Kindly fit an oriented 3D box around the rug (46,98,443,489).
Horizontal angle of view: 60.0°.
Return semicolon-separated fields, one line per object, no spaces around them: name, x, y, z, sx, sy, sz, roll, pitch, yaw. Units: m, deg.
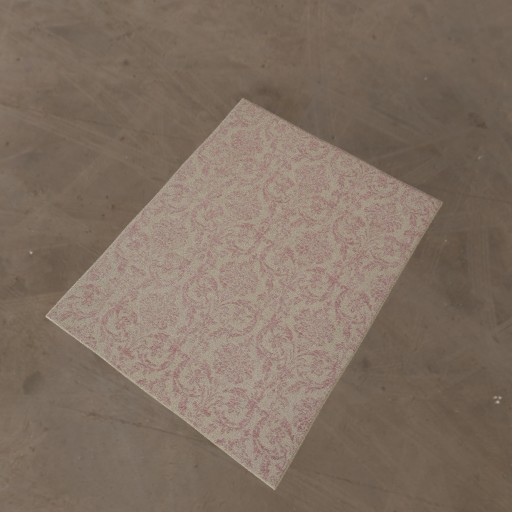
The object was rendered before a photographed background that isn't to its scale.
rug;0.000;0.000;4.052;2.363;0.012;2.980;32;69;13
